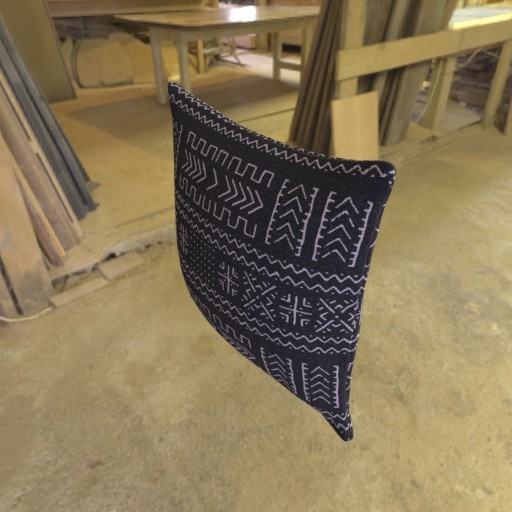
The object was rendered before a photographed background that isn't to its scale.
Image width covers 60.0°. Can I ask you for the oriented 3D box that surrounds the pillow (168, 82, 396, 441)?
[{"bbox_3d":[0.000,0.000,0.667,0.164,0.430,0.438,-23,40,-31],"label":"pillow"}]
